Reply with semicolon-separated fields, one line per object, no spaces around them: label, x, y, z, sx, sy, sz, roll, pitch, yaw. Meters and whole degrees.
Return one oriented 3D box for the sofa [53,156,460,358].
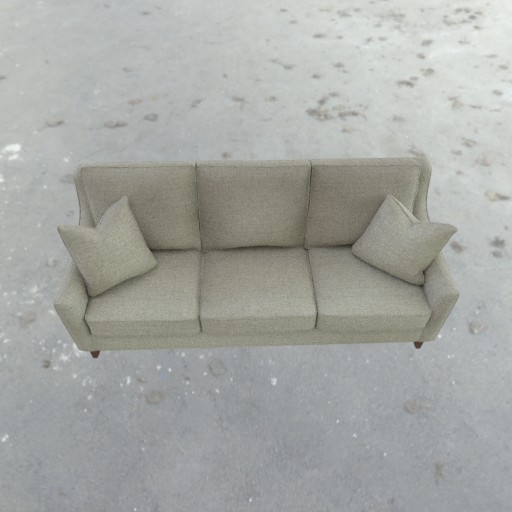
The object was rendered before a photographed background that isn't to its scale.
sofa;0.000;0.000;2.513;2.031;0.914;0.865;-1;48;-1
